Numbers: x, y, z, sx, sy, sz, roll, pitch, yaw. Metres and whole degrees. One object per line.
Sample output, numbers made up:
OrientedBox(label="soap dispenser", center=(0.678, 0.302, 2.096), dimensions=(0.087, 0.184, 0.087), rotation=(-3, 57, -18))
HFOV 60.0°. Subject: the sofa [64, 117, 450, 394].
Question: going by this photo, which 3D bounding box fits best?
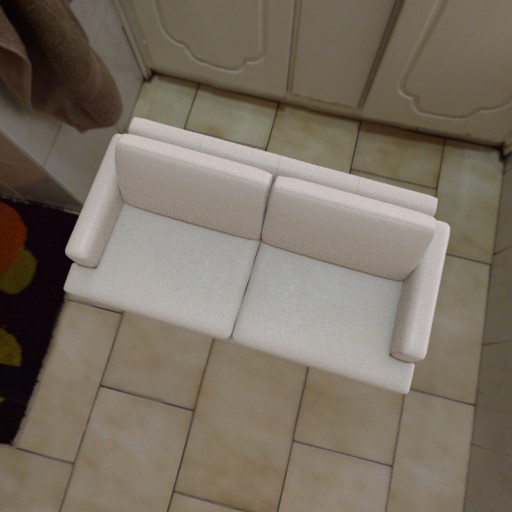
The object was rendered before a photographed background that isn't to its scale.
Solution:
OrientedBox(label="sofa", center=(0.000, 0.000, 2.451), dimensions=(1.940, 0.765, 0.974), rotation=(16, 76, 4))
